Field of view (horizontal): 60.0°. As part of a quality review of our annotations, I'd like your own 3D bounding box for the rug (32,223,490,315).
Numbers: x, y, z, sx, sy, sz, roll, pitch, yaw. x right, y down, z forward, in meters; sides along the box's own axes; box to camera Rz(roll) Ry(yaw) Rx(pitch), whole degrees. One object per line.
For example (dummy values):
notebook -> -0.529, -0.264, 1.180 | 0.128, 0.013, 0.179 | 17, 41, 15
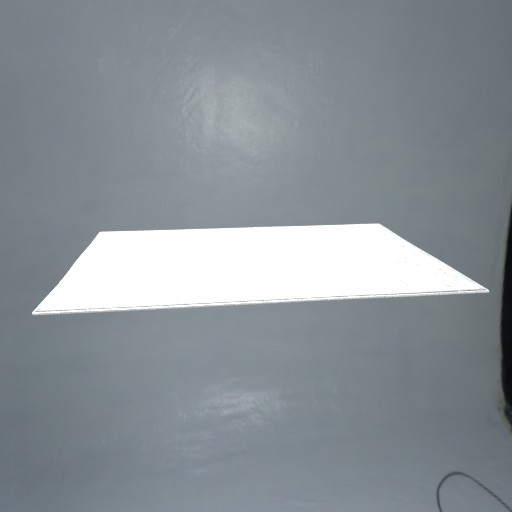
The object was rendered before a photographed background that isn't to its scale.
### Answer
rug -> 0.000, 0.000, 3.486 | 2.746, 0.018, 1.819 | -2, 18, -7
